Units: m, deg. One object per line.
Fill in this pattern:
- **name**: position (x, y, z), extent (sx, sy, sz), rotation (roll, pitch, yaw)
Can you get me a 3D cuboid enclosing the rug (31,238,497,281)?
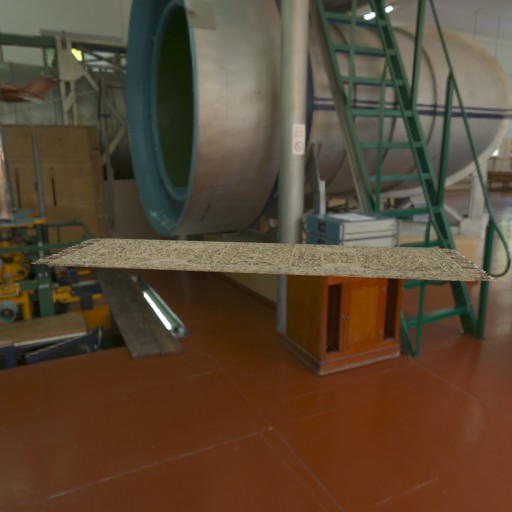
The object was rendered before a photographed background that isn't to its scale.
- **rug**: position (0.000, 0.000, 2.859), extent (2.664, 0.011, 0.762), rotation (2, 14, 8)
